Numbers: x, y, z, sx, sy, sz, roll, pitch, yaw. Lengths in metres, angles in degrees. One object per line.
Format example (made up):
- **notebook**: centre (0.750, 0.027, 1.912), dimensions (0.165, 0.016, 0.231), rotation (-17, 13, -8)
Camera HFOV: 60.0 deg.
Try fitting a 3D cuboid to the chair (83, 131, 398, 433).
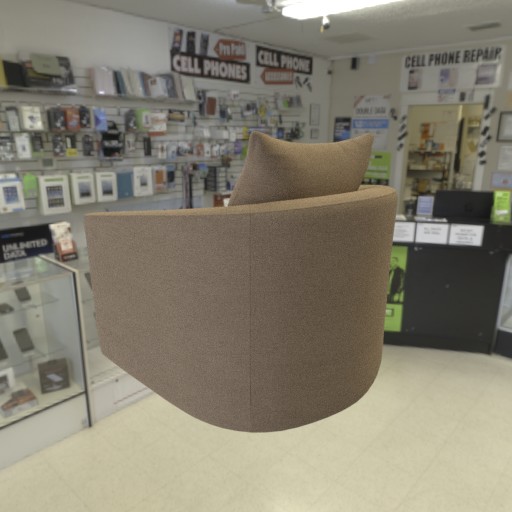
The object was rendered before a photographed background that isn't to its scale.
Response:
- **chair**: centre (0.000, 0.000, 1.571), dimensions (0.910, 0.848, 0.845), rotation (15, 21, 43)
